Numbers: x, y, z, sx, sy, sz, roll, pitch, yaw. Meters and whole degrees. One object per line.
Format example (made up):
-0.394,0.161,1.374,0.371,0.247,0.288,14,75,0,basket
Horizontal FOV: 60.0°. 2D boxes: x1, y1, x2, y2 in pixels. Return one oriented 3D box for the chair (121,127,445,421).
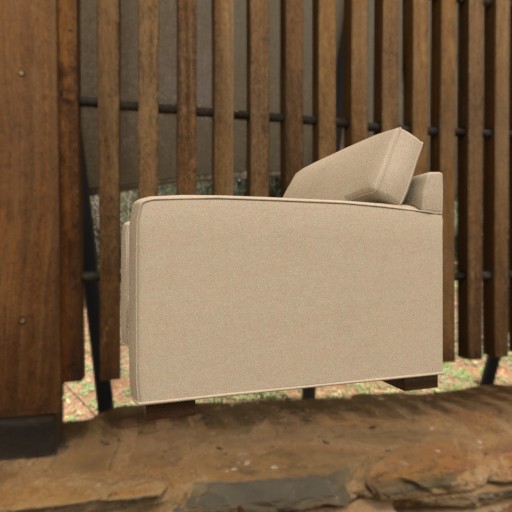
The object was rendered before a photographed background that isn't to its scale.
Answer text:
0.000,0.000,1.828,1.043,0.913,0.998,0,0,-18,chair
